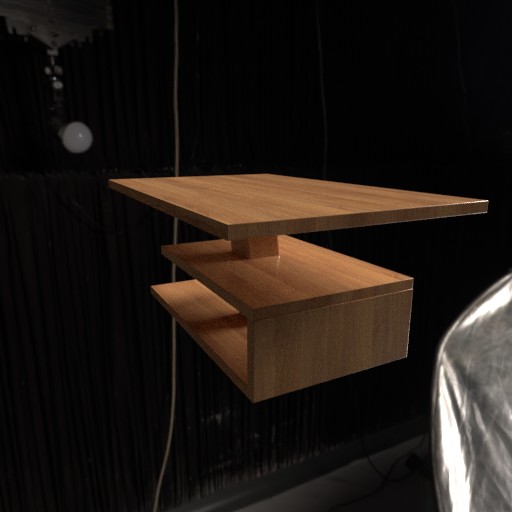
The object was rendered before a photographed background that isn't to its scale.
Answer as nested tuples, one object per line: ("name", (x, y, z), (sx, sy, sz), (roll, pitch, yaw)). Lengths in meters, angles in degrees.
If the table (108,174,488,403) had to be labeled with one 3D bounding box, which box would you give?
("table", (0.000, 0.000, 1.446), (0.700, 0.442, 1.100), (-7, 16, -27))
